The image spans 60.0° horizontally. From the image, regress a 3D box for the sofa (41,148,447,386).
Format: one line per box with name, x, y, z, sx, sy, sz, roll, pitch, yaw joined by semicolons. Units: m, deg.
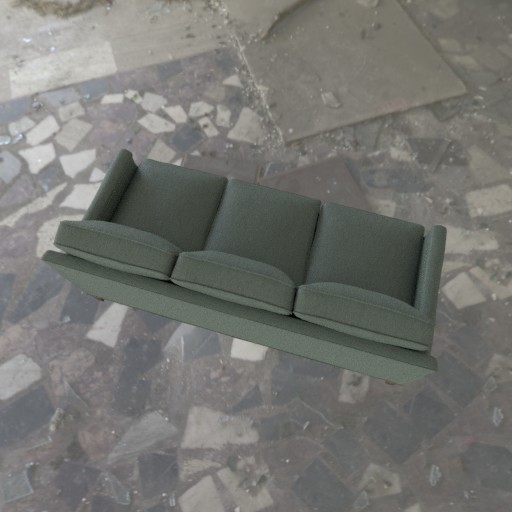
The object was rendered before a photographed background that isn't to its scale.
sofa;0.000;0.000;2.833;2.246;1.003;1.084;15;64;7
